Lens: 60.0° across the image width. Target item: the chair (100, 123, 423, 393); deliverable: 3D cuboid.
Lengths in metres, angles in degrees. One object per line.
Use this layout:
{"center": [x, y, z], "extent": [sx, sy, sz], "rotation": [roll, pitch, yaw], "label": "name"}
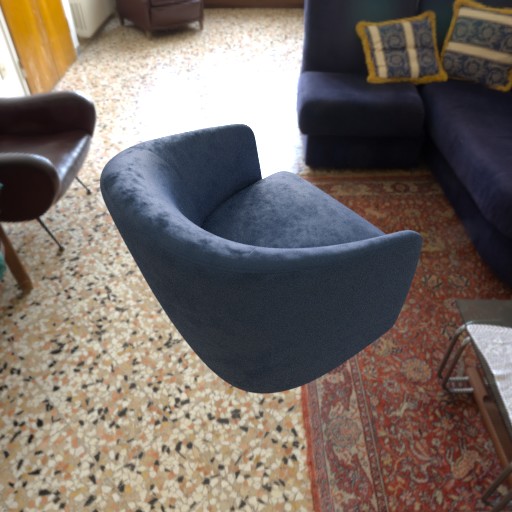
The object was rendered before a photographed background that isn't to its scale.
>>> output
{"center": [0.000, 0.000, 1.371], "extent": [0.767, 0.698, 0.773], "rotation": [-26, 48, -26], "label": "chair"}
